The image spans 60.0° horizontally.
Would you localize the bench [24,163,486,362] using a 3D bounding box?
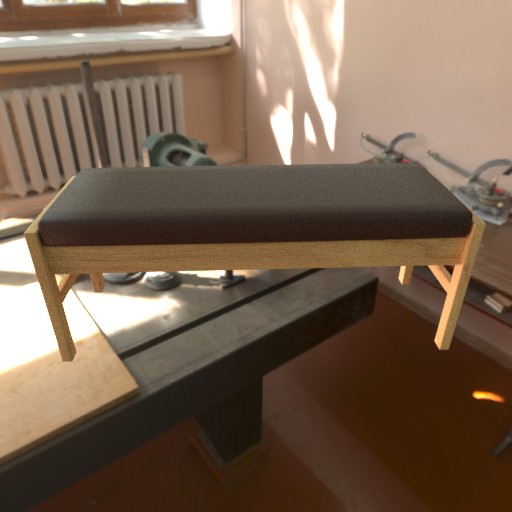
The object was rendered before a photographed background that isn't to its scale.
[{"bbox_3d":[0.000,0.000,1.425,1.200,0.480,0.405,-1,31,-2],"label":"bench"}]
